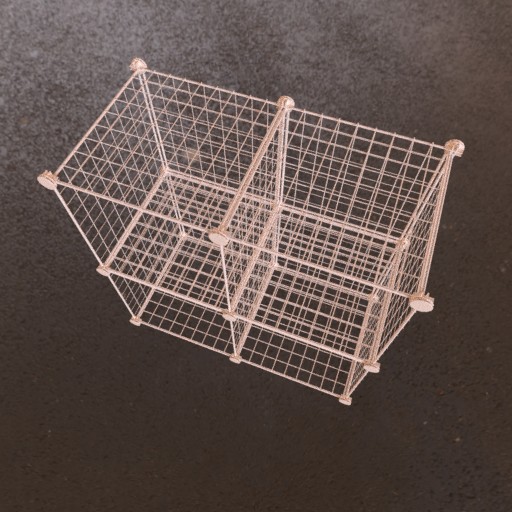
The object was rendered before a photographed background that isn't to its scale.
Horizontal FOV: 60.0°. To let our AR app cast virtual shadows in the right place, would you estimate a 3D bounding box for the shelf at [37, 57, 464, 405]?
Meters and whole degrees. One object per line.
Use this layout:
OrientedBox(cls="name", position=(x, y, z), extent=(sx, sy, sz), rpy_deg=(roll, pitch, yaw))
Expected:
OrientedBox(cls="shelf", position=(0.000, 0.000, 1.117), extent=(0.711, 0.711, 0.356), rpy_deg=(18, 61, 10))
